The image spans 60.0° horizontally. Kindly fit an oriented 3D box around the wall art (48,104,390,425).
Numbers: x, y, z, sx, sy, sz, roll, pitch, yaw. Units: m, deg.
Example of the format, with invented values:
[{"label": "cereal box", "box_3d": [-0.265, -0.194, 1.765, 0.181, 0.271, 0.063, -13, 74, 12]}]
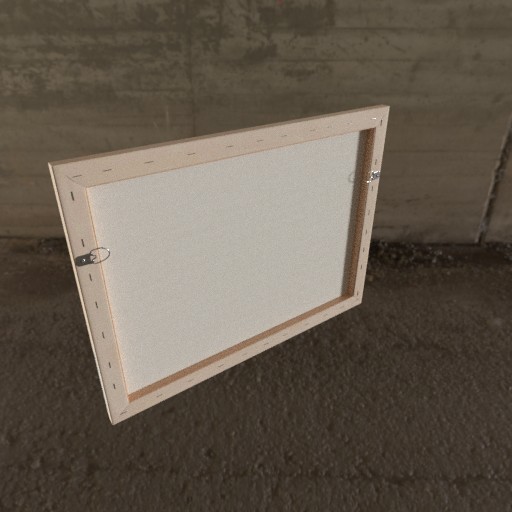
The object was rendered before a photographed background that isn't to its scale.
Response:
[{"label": "wall art", "box_3d": [0.000, 0.000, 1.601, 1.219, 0.912, 0.042, -20, 35, -30]}]
